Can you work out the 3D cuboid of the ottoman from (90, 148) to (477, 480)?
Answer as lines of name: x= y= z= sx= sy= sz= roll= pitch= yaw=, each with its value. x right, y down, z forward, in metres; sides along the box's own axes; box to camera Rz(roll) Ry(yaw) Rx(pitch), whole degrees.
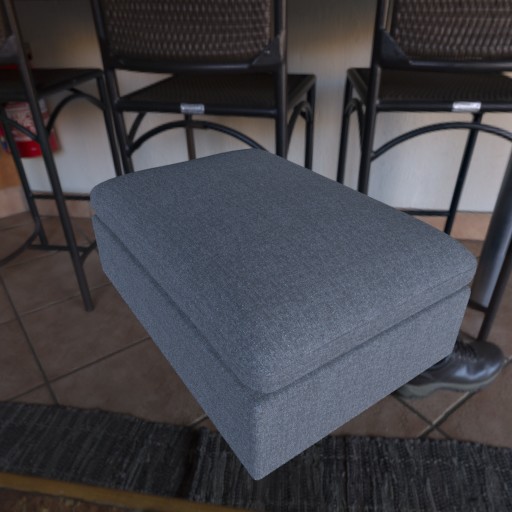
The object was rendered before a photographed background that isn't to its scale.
ottoman: x=0.000 y=0.000 z=1.393 sx=0.711 sy=0.483 sz=1.041 roll=-20 pitch=37 yaw=-29
